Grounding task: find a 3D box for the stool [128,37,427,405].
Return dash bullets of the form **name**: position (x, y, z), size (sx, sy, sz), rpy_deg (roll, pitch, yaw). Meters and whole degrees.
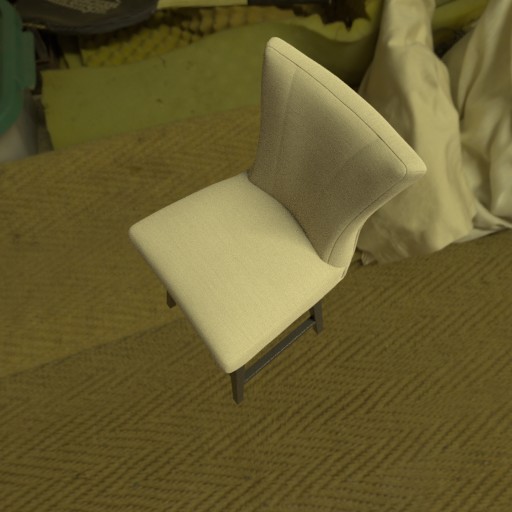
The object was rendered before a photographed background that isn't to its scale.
- **stool**: position (0.000, 0.000, 1.352), size (0.574, 1.000, 0.514), rpy_deg (-34, 68, -16)
